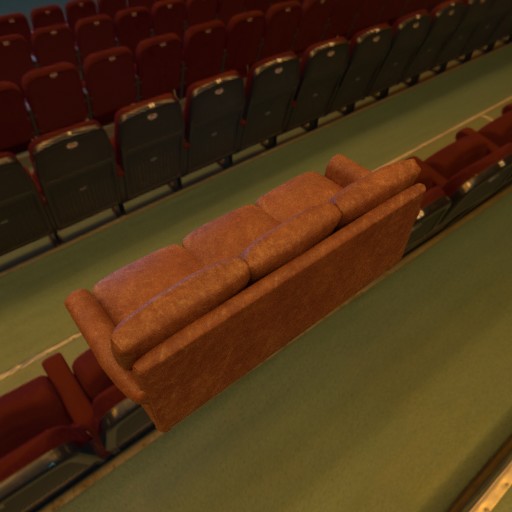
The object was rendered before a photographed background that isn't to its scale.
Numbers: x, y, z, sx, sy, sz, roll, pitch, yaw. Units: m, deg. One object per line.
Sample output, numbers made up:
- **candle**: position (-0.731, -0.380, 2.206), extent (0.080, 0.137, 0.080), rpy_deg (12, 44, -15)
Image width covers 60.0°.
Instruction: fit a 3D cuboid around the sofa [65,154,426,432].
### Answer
- **sofa**: position (0.000, 0.000, 2.970), extent (2.351, 0.977, 0.973), rpy_deg (-31, 54, -25)
